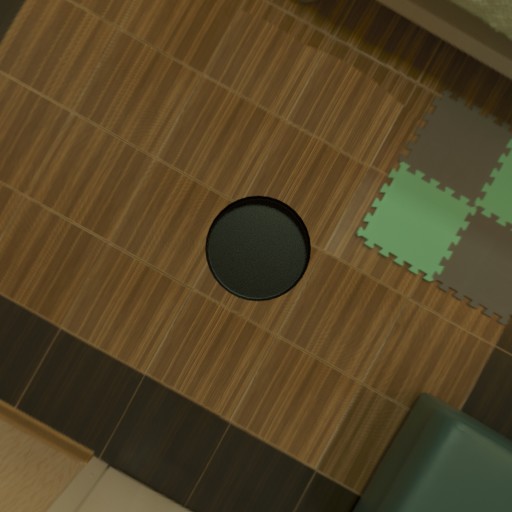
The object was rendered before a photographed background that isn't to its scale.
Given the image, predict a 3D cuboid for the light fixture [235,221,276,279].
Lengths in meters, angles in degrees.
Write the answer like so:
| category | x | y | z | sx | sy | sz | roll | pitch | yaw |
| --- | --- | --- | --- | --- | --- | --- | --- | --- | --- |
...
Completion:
| category | x | y | z | sx | sy | sz | roll | pitch | yaw |
| --- | --- | --- | --- | --- | --- | --- | --- | --- | --- |
| light fixture | 0.000 | 0.000 | 0.947 | 0.123 | 0.863 | 0.123 | 0 | 89 | 0 |
